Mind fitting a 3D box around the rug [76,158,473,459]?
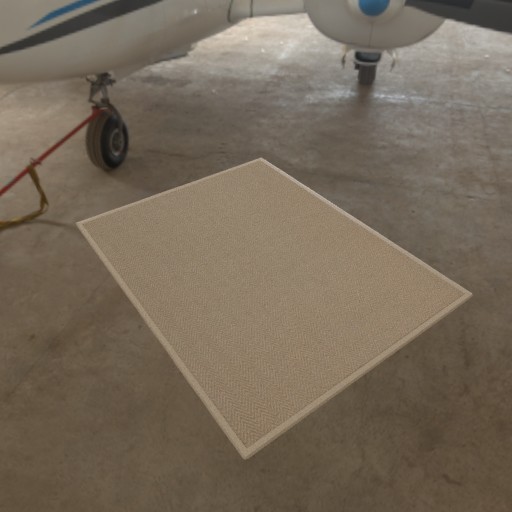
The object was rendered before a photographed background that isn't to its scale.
[{"bbox_3d":[0.000,0.000,4.197,2.407,0.020,3.051,-25,46,-27],"label":"rug"}]
